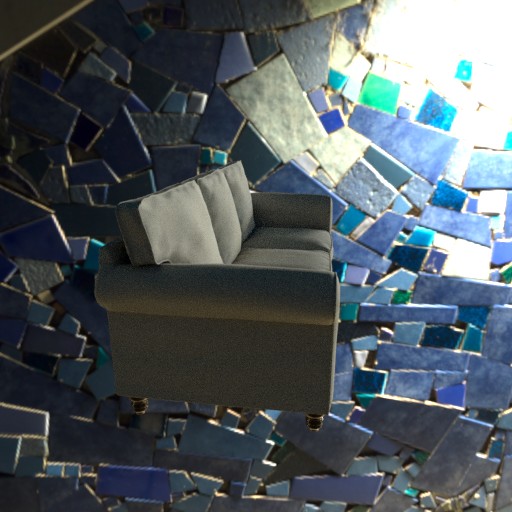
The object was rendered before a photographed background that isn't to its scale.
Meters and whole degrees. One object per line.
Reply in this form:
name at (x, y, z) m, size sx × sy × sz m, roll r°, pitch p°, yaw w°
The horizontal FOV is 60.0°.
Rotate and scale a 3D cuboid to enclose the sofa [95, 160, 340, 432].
sofa at (0.000, 0.000, 2.596) m, size 0.916 × 0.961 × 2.084 m, roll 2°, pitch 16°, yaw 8°
